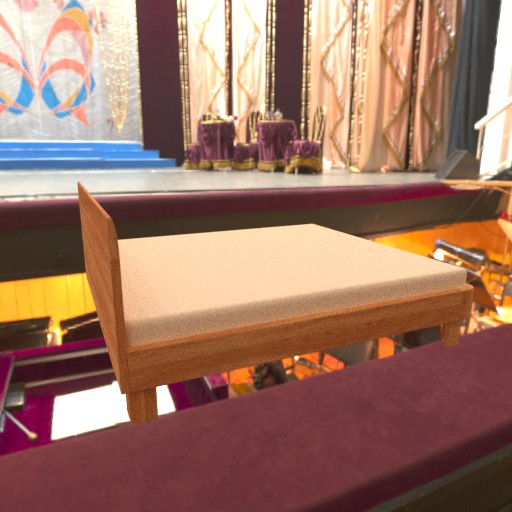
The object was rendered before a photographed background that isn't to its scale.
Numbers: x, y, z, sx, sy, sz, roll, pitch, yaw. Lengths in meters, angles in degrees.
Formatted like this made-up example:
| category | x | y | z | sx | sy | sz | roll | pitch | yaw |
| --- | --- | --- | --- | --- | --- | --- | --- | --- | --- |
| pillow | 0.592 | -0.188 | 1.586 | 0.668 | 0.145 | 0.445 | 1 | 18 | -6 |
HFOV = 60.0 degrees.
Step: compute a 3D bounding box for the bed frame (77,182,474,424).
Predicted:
| category | x | y | z | sx | sy | sz | roll | pitch | yaw |
| --- | --- | --- | --- | --- | --- | --- | --- | --- | --- |
| bed frame | 0.000 | 0.000 | 3.031 | 2.092 | 0.940 | 1.872 | -6 | 15 | -24 |
